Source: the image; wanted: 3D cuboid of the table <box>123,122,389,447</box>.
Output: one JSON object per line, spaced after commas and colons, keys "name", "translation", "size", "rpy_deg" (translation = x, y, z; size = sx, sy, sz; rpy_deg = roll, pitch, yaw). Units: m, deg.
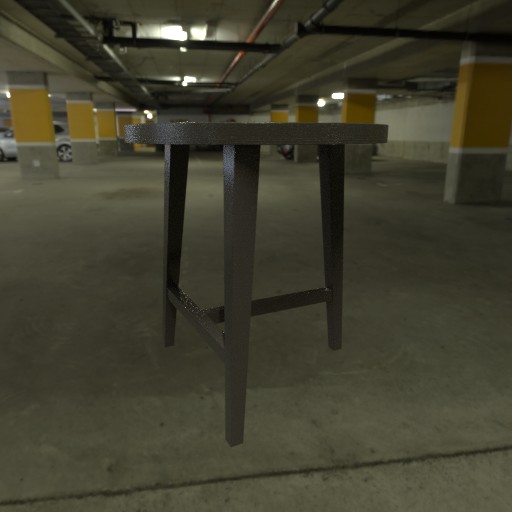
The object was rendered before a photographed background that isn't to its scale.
{"name": "table", "translation": [0.000, 0.000, 0.939], "size": [0.500, 0.531, 0.500], "rpy_deg": [0, 15, 0]}
